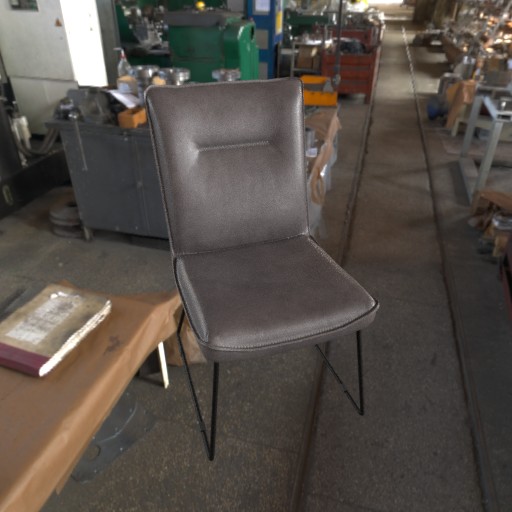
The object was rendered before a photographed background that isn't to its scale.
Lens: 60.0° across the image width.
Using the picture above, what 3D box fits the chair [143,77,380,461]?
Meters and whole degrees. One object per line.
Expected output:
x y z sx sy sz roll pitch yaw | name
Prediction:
0.000 0.000 1.382 0.515 0.932 0.688 -10 33 -16 | chair
